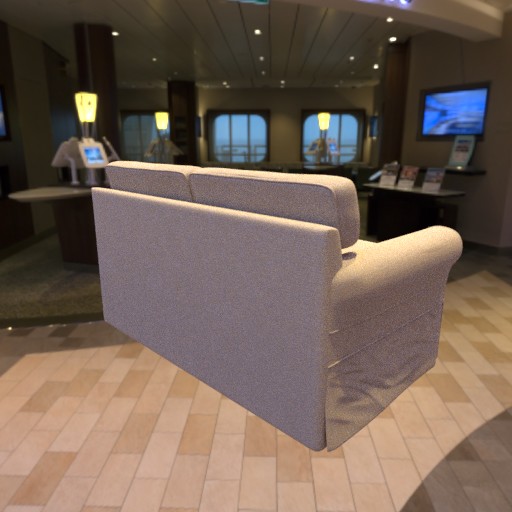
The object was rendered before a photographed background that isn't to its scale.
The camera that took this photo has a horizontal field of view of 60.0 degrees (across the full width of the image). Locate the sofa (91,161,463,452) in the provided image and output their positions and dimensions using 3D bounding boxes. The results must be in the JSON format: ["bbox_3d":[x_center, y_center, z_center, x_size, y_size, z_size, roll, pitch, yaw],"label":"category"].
[{"bbox_3d":[0.000,0.000,2.304,0.991,0.940,1.727,-14,20,-42],"label":"sofa"}]
